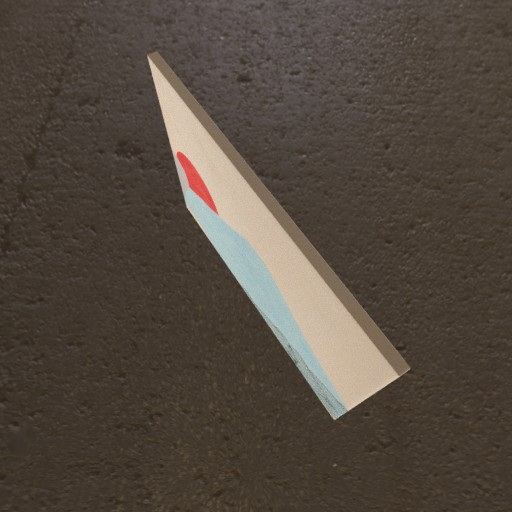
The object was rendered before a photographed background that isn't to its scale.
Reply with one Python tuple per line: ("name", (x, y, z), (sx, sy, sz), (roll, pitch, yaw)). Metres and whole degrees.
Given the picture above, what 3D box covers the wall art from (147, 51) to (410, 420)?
("wall art", (0.000, 0.000, 1.621), (0.042, 0.912, 1.219), (-31, 68, -14))
